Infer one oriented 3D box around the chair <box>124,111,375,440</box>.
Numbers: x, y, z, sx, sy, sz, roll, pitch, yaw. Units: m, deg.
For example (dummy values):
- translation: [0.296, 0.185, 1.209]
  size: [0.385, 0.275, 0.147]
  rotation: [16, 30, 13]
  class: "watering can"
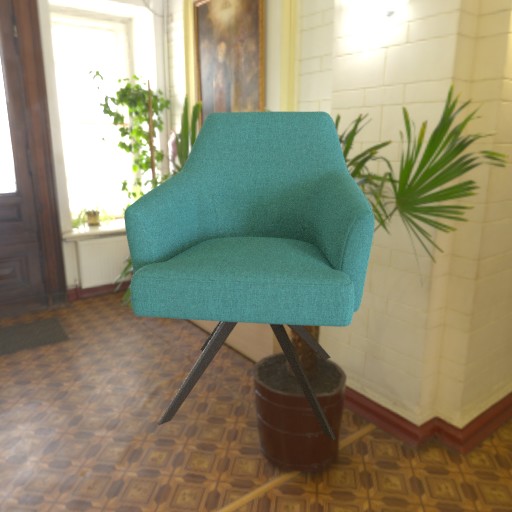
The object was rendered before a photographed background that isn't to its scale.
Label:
- translation: [0.000, 0.000, 1.344]
  size: [0.642, 0.874, 0.677]
  rotation: [2, 14, 7]
  class: "chair"
